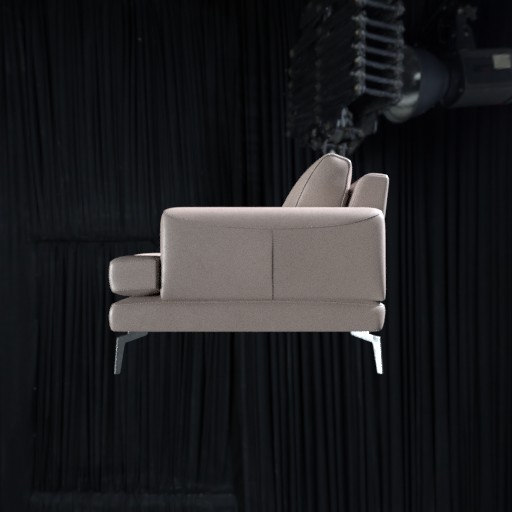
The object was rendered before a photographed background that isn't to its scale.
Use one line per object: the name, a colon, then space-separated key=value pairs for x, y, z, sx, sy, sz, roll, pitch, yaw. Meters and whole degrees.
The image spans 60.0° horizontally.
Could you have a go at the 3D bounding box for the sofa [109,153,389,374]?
sofa: x=0.000 y=0.000 z=2.397 sx=0.974 sy=0.765 sz=1.940 roll=0 pitch=0 yaw=0
